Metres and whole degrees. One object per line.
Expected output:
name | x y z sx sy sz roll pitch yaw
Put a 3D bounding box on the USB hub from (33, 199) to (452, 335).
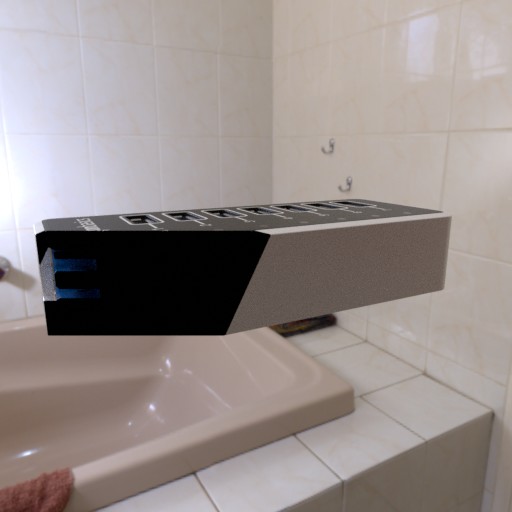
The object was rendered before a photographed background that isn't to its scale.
USB hub | 0.000 0.000 0.125 0.110 0.023 0.044 -7 15 -27
